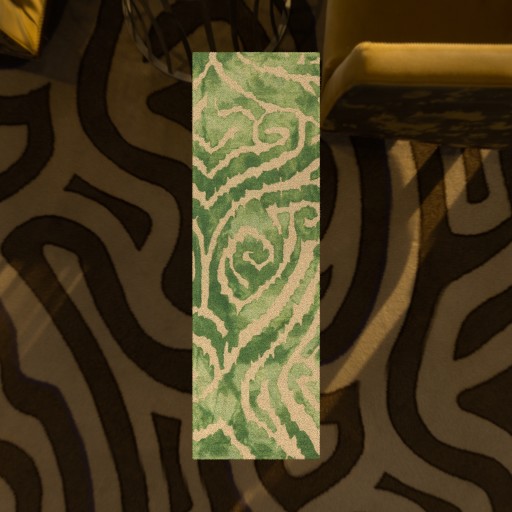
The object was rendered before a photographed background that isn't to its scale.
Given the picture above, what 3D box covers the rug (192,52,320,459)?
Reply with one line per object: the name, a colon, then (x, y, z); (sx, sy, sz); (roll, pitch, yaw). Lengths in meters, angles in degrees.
rug: (0.000, 0.000, 2.659); (0.761, 0.006, 2.438); (0, 90, 0)
